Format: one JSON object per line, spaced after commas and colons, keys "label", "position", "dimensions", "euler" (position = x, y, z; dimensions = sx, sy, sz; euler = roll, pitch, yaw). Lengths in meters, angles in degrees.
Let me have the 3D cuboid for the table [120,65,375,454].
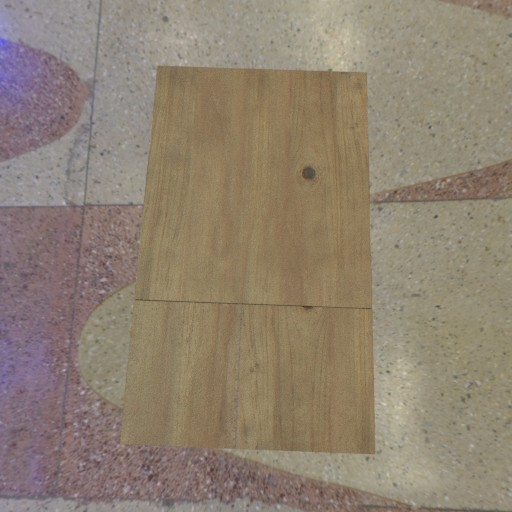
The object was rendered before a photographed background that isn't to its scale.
{"label": "table", "position": [0.000, 0.000, 1.441], "dimensions": [0.655, 0.395, 1.101], "euler": [2, 77, 0]}
